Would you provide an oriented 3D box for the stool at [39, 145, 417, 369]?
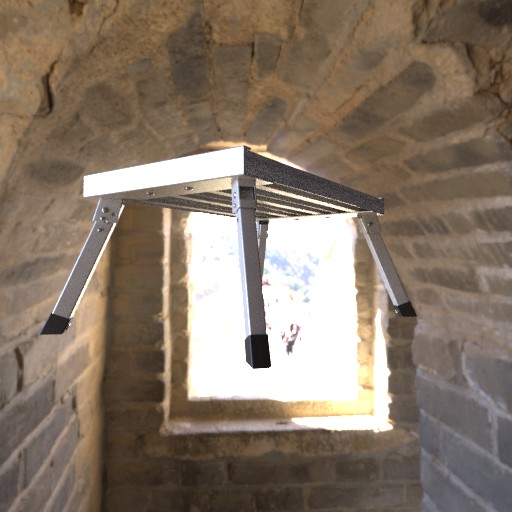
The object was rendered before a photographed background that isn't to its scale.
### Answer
[{"bbox_3d":[0.000,0.000,0.735,0.385,0.225,0.535,-1,-2,35],"label":"stool"}]
